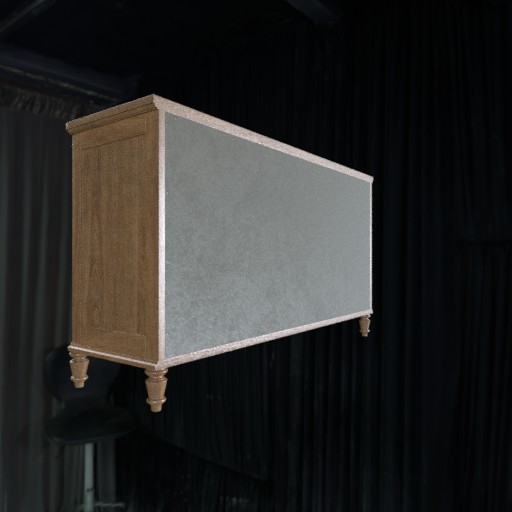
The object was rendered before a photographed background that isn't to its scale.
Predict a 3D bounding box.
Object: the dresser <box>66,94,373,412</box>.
[{"bbox_3d":[0.000,0.000,2.000,0.468,0.892,1.583,0,0,37],"label":"dresser"}]
